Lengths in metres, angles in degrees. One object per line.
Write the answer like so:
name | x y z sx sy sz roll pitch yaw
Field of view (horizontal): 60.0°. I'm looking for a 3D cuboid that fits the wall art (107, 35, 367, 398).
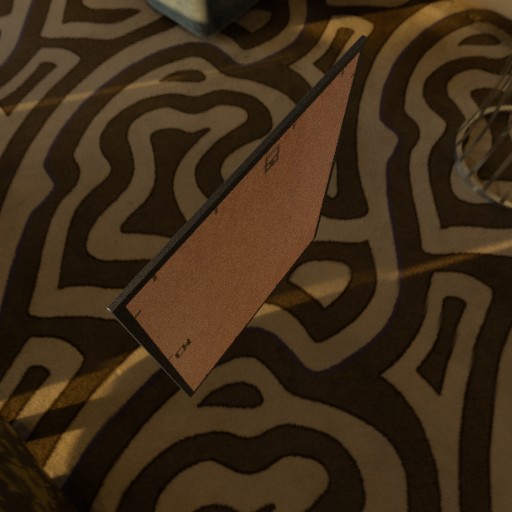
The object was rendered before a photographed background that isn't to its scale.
wall art | 0.000 0.000 0.891 0.018 0.660 0.559 34 69 15
